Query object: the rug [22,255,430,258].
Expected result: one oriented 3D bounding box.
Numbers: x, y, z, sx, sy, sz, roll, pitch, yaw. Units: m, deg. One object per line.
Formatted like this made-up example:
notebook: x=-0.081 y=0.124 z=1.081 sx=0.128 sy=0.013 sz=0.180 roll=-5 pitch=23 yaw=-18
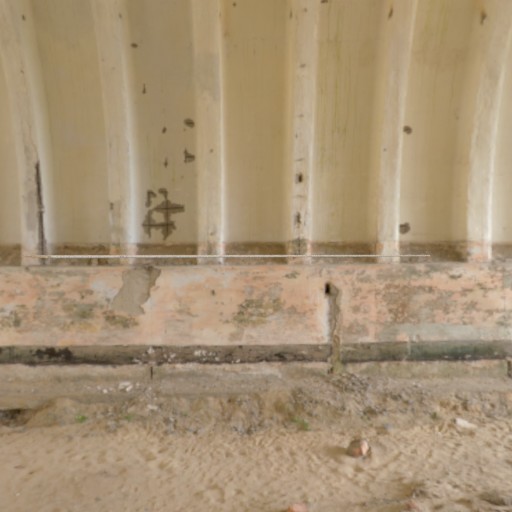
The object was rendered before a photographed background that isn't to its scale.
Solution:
rug: x=0.000 y=0.000 z=2.687 sx=2.435 sy=0.009 sz=0.750 roll=0 pitch=0 yaw=-35
